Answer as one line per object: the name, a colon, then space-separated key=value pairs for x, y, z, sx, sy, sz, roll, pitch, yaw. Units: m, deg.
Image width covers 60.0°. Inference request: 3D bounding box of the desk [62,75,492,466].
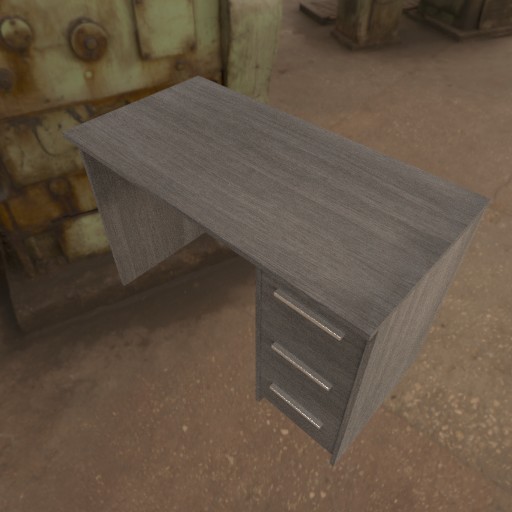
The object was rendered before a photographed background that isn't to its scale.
desk: x=0.000 y=0.000 z=1.492 sx=1.097 sy=0.735 sz=0.560 roll=33 pitch=54 yaw=29
